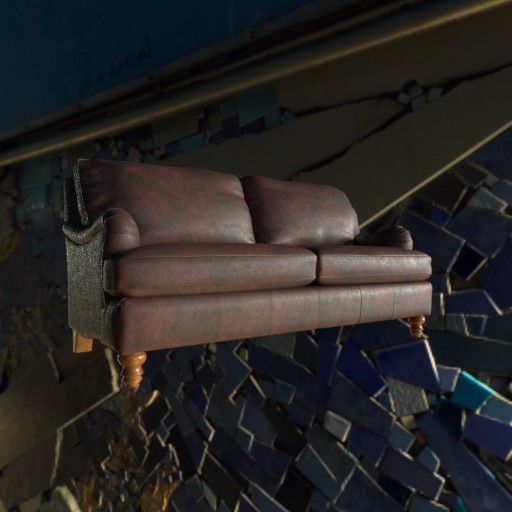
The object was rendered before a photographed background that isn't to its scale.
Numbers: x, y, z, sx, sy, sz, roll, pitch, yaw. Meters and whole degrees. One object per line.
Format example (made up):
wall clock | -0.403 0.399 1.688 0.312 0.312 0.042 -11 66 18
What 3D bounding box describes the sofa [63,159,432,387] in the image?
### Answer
sofa | 0.000 0.000 2.778 2.144 1.071 1.147 0 0 -36
